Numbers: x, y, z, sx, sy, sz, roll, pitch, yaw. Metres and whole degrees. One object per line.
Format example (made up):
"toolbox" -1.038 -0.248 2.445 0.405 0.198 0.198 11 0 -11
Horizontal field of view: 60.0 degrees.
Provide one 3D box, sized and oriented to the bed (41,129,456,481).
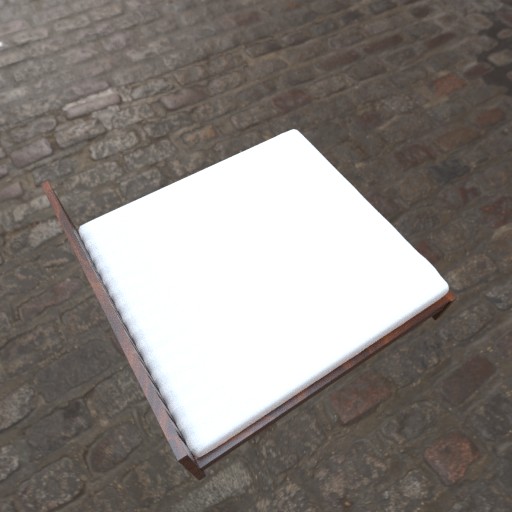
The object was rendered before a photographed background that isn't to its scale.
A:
"bed" 0.000 0.000 3.055 2.030 0.890 1.905 -28 62 -16
